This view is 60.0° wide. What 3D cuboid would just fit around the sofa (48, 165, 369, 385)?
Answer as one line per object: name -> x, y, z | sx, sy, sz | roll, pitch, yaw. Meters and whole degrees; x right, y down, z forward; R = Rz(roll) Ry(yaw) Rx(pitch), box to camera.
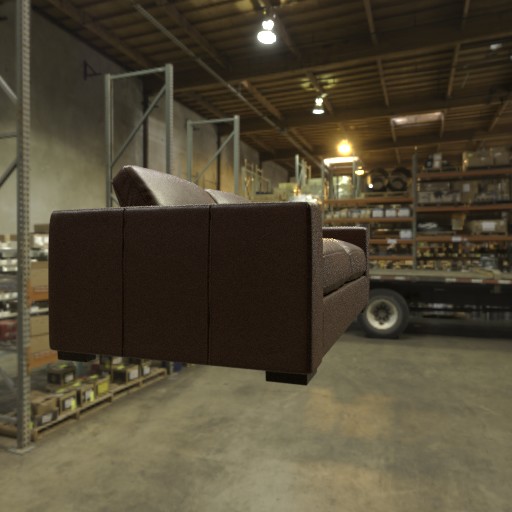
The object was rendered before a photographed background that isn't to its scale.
sofa -> 0.000, 0.000, 2.436 | 1.070, 0.800, 1.920 | 0, 1, 19
